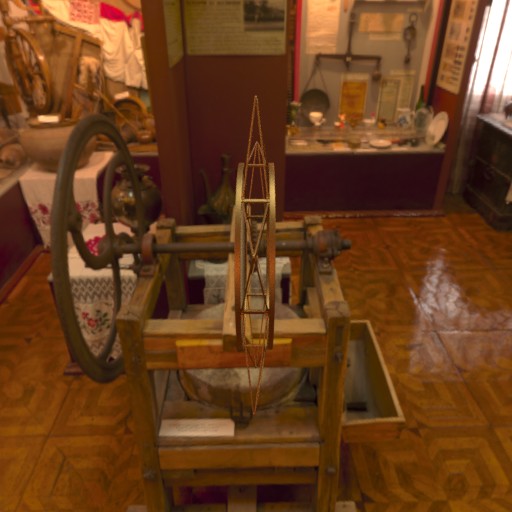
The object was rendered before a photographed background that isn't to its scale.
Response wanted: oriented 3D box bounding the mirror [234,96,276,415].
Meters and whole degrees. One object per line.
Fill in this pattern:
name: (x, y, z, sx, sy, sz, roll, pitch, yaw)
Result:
mirror: (0.000, 0.000, 0.839, 0.062, 0.581, 0.498, 0, 31, 1)
